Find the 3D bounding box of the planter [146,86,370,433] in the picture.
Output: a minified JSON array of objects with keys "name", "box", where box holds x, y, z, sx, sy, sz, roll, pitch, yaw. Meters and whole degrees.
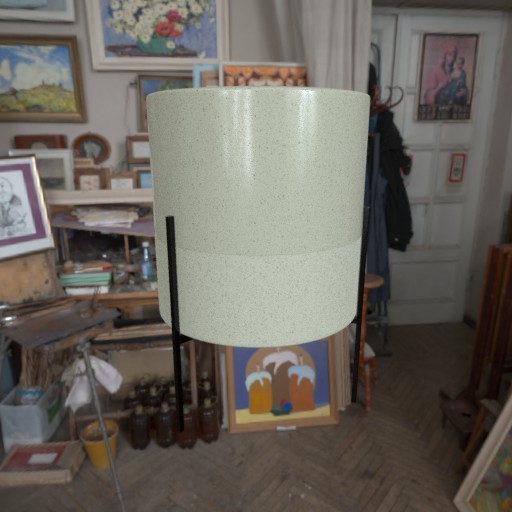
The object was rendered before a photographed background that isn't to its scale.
[{"name":"planter","box":[0.000,0.000,0.699,0.314,0.475,0.323,15,21,43]}]
